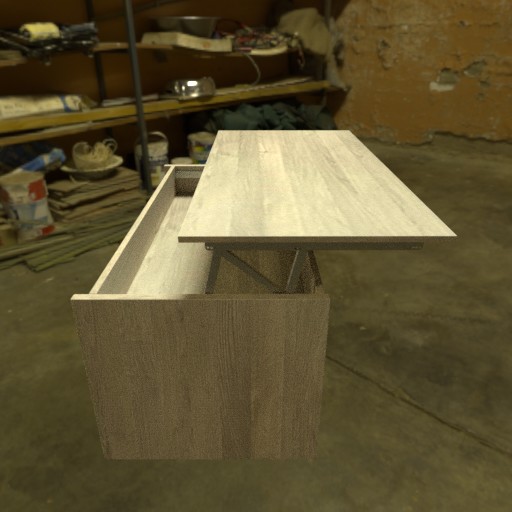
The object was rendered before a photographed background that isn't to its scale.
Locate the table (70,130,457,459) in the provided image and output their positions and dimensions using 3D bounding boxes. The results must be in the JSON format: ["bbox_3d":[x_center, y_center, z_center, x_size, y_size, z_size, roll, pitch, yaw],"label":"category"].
[{"bbox_3d":[0.000,0.000,1.360,0.712,0.570,1.000,0,26,0],"label":"table"}]
